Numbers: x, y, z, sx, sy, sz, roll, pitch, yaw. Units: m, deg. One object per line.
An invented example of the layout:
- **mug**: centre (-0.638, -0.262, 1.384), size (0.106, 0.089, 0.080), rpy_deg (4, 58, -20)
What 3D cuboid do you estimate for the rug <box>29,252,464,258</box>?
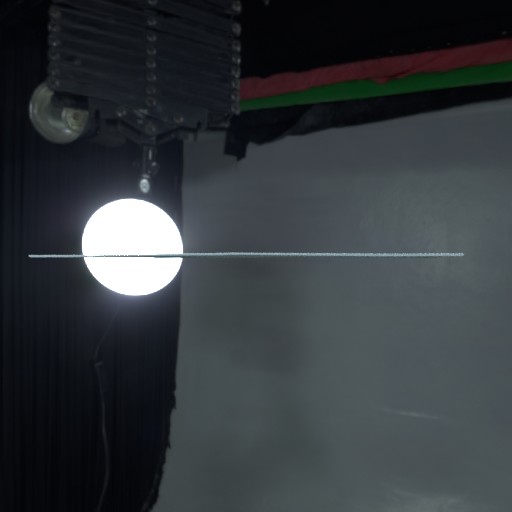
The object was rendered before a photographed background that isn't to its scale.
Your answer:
- **rug**: centre (0.000, 0.000, 2.332), size (1.853, 0.022, 1.174), rpy_deg (0, -1, 18)
